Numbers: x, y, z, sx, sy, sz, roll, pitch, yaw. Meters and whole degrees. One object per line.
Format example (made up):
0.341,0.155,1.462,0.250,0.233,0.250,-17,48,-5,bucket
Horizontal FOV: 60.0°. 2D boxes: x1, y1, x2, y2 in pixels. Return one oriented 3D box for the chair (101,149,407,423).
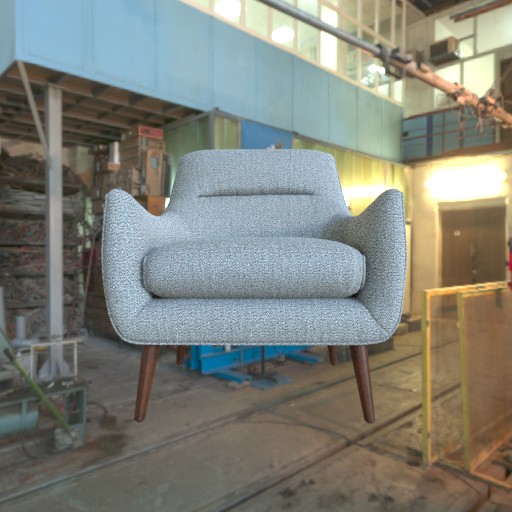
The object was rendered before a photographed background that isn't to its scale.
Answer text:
0.000,0.000,1.453,0.762,0.838,0.787,0,1,1,chair
